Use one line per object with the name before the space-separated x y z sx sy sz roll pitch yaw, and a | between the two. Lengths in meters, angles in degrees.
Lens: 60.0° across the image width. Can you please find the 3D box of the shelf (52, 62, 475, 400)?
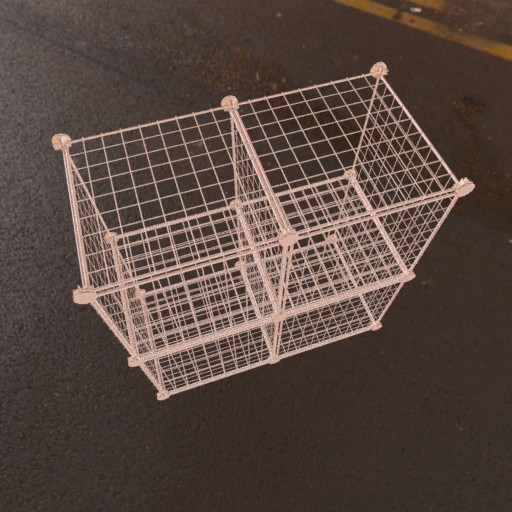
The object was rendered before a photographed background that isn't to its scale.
shelf | 0.000 0.000 1.121 0.711 0.711 0.356 -16 61 -9
